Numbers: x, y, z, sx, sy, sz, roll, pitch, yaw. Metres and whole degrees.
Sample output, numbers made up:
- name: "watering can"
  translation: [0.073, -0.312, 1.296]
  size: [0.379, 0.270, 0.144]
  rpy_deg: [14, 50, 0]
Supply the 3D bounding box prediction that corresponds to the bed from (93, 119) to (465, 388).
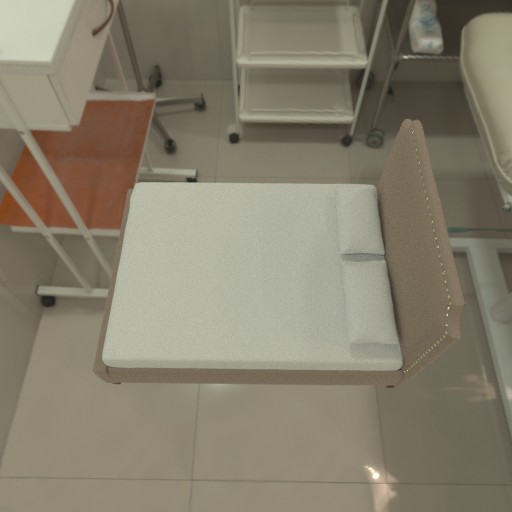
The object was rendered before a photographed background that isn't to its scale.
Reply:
- name: "bed"
  translation: [0.000, 0.000, 3.403]
  size: [2.372, 1.443, 1.713]
  rpy_deg: [1, 60, 0]
